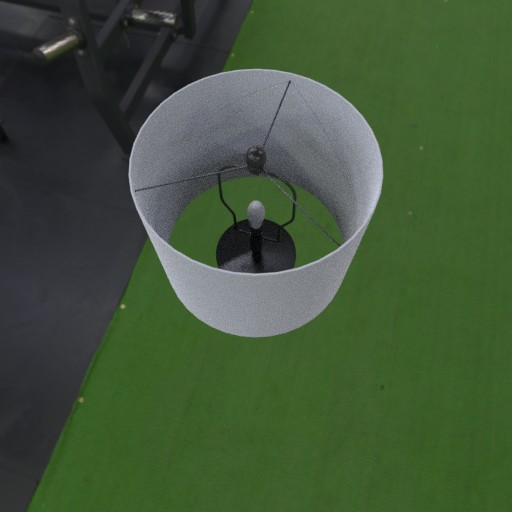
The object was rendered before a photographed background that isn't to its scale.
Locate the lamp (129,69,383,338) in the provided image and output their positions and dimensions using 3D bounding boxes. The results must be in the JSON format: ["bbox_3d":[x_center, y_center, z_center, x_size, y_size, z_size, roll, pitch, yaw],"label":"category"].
[{"bbox_3d":[0.000,0.000,0.773,0.304,0.573,0.304,17,65,8],"label":"lamp"}]
